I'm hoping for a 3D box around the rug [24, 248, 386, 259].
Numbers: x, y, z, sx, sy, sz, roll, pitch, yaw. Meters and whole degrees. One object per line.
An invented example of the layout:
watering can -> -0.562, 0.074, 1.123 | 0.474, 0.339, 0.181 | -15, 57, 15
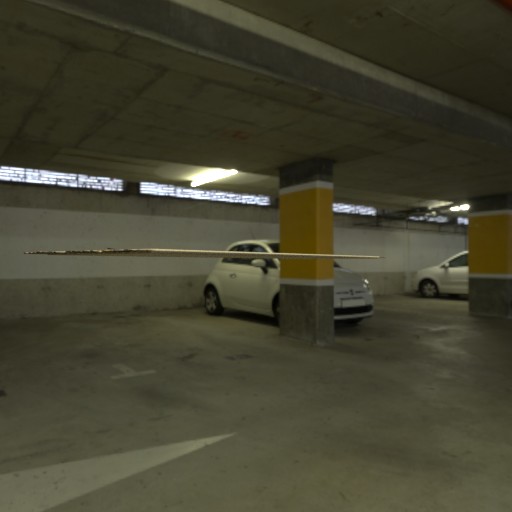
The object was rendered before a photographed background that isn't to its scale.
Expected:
rug -> 0.000, 0.000, 2.688 | 0.729, 0.021, 2.438 | -1, -1, 36
